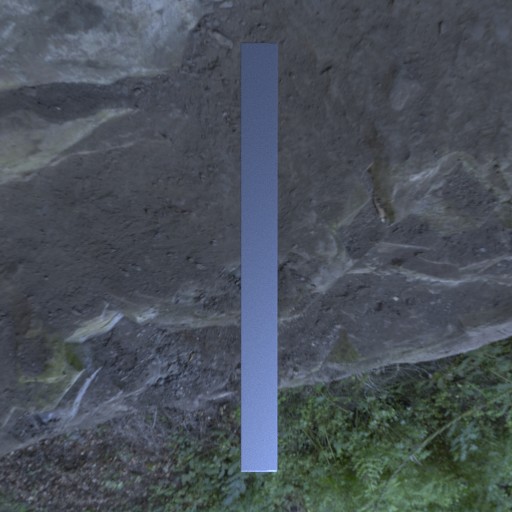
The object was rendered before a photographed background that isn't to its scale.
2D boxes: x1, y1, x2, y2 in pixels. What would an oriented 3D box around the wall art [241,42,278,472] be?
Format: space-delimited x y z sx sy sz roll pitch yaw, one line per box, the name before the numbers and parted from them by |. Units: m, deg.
wall art | 0.000 0.000 0.736 0.039 0.553 0.445 0 90 -1
